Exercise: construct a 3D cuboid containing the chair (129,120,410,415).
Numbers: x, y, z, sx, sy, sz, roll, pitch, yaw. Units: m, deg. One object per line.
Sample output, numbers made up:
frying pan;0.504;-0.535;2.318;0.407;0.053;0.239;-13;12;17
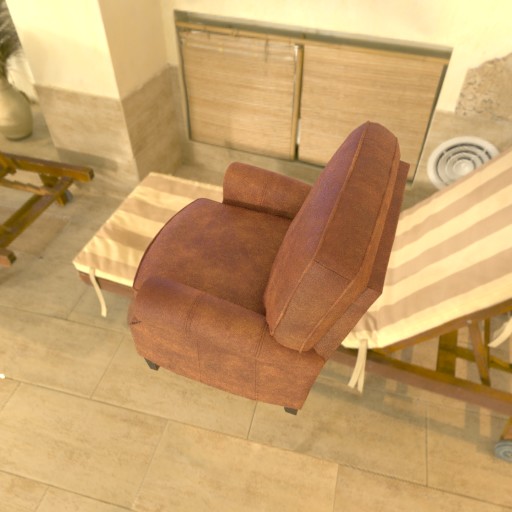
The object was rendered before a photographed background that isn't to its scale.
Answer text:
chair;0.000;0.000;1.796;0.986;1.018;0.936;15;47;14
